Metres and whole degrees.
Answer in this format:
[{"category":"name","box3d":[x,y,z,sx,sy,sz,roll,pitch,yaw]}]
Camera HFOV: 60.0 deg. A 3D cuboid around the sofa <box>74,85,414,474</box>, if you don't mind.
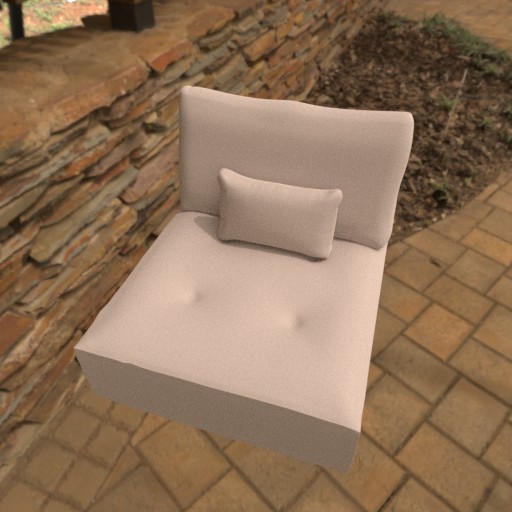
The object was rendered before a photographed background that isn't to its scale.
[{"category":"sofa","box3d":[0.000,0.000,1.614,0.935,0.828,1.000,12,43,13]}]
